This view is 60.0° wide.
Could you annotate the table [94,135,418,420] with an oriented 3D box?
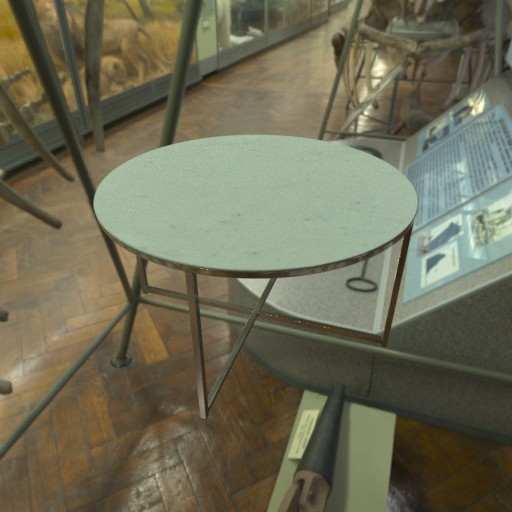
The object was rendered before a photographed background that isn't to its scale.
[{"bbox_3d":[0.000,0.000,1.263,0.800,0.450,0.800,0,33,0],"label":"table"}]
